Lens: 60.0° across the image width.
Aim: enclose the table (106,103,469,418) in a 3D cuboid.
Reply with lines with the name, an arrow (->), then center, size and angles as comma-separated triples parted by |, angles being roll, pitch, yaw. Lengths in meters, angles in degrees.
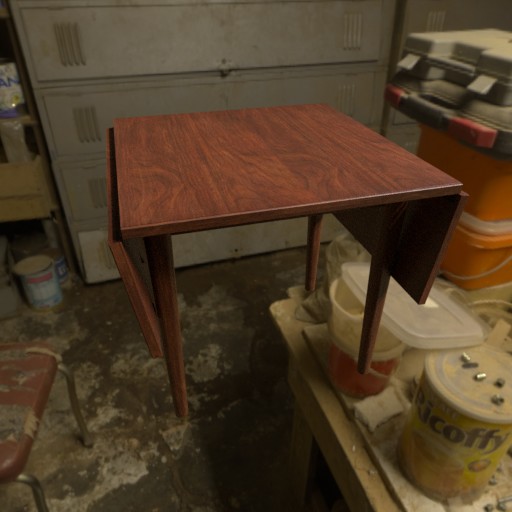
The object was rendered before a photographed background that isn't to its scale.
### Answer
table -> 0.000, 0.000, 1.488 | 0.843, 0.763, 0.812 | -9, 34, -14
